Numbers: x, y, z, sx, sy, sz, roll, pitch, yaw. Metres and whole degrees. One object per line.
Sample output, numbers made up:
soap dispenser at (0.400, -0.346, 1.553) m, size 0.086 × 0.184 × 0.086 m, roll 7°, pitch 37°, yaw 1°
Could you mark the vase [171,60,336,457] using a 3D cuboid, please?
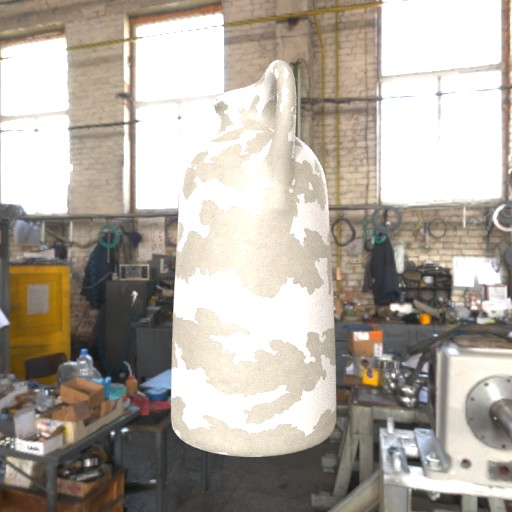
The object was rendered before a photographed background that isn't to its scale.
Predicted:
vase at (0.000, 0.000, 0.499) m, size 0.186 × 0.382 × 0.203 m, roll 0°, pitch 0°, yaw -18°
